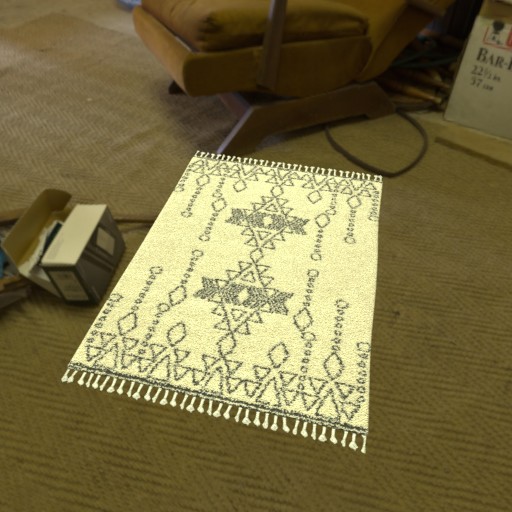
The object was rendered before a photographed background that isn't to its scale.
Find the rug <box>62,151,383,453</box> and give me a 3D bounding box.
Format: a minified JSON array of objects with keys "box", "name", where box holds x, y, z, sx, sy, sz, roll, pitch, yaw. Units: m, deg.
[{"box":[0.000,0.000,3.949,2.125,0.028,3.027,10,46,9],"name":"rug"}]
